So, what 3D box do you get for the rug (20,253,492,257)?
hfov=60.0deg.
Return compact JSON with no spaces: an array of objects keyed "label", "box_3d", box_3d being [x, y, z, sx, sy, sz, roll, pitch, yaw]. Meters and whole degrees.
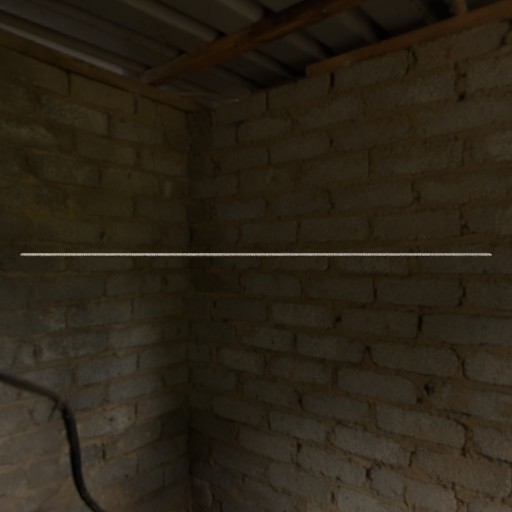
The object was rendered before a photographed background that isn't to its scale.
[{"label":"rug","box_3d":[0.000,0.000,2.320,1.829,0.010,1.219,0,0,0]}]
